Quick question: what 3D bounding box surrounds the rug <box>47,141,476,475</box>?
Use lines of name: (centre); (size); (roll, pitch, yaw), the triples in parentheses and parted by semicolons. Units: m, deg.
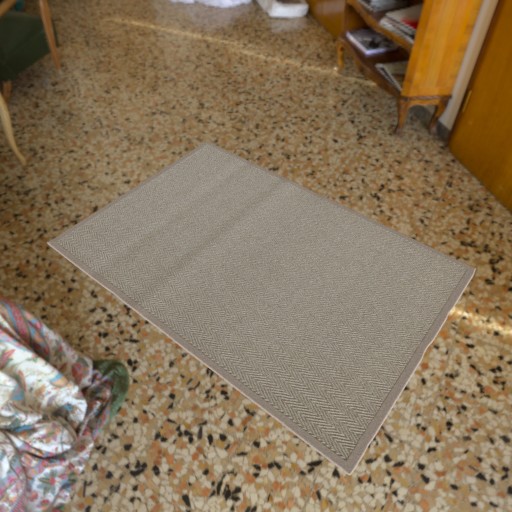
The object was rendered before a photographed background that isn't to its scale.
rug: (0.000, 0.000, 2.835); (2.290, 0.021, 1.540); (30, 54, 25)
